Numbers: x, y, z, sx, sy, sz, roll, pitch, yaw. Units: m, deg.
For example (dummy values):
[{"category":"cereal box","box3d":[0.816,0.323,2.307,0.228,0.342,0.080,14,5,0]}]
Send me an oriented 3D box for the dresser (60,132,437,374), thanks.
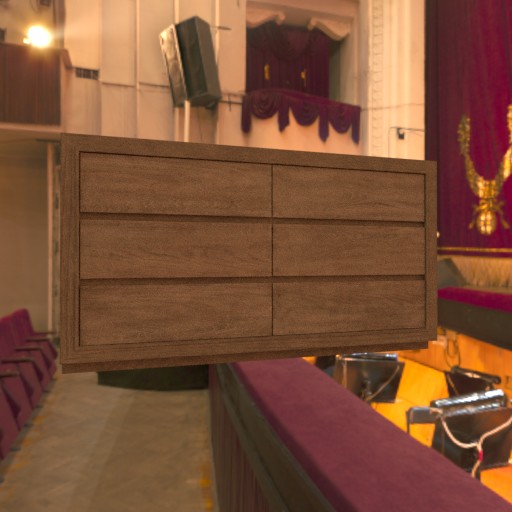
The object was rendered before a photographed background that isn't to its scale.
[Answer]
[{"category":"dresser","box3d":[0.000,0.000,2.069,1.628,0.889,0.483,0,0,-17]}]
